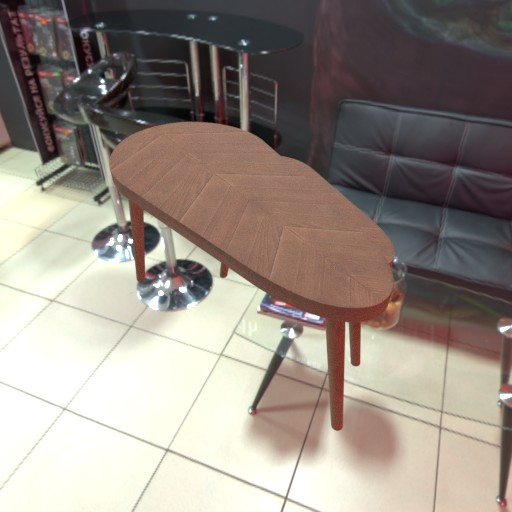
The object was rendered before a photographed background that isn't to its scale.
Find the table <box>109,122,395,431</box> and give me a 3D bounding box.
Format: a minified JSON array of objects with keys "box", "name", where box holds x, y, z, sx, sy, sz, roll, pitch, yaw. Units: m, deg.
[{"box":[0.000,0.000,1.596,0.701,0.595,1.190,-24,45,-27],"name":"table"}]
